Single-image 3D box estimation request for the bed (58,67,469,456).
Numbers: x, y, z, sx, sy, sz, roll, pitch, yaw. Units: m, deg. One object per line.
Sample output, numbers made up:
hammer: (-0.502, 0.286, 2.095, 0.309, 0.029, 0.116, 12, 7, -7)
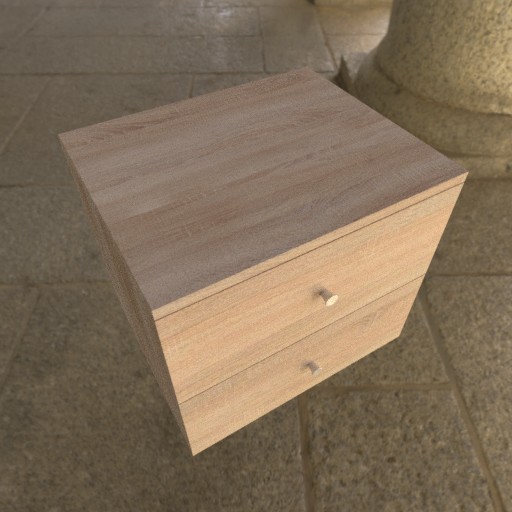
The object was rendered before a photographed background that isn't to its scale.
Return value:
bed: (0.000, 0.000, 0.784, 0.460, 0.420, 0.401, -23, 51, -20)
